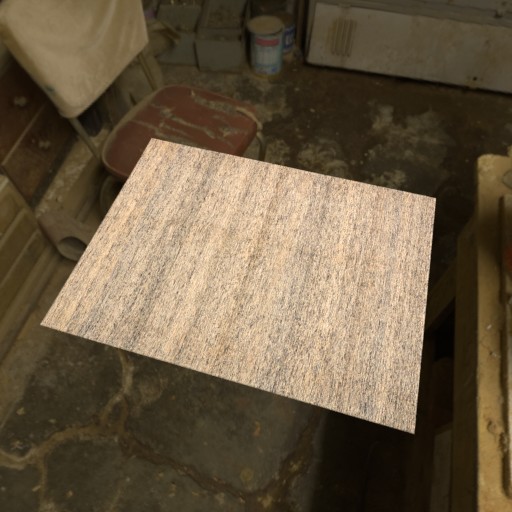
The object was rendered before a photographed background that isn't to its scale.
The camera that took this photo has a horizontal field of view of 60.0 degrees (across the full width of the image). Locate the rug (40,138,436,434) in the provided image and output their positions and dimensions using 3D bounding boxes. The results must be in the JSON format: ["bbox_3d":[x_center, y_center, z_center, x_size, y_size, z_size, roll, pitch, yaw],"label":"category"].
[{"bbox_3d":[0.000,0.000,4.230,3.199,0.036,2.414,14,58,9],"label":"rug"}]
